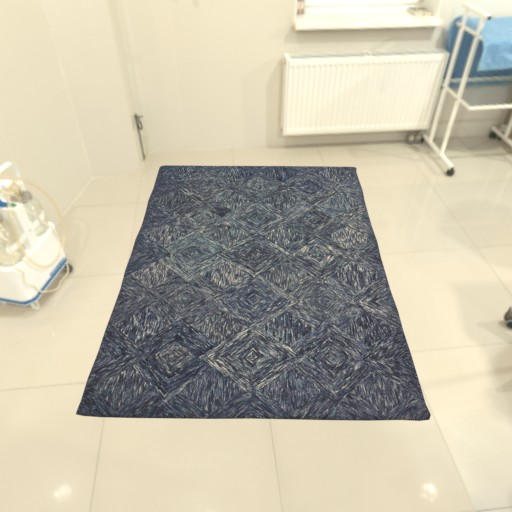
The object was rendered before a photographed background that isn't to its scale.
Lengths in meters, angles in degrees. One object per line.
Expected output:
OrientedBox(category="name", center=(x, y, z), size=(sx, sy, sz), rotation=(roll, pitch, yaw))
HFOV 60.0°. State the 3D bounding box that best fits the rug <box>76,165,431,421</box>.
OrientedBox(category="rug", center=(0.000, 0.000, 4.159), size=(2.385, 0.024, 3.245), rotation=(0, 42, 1))
